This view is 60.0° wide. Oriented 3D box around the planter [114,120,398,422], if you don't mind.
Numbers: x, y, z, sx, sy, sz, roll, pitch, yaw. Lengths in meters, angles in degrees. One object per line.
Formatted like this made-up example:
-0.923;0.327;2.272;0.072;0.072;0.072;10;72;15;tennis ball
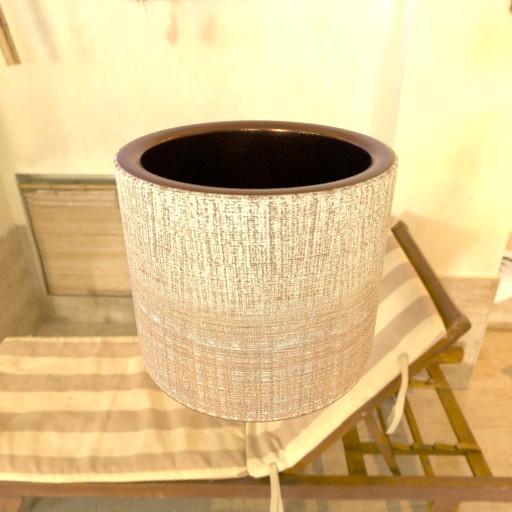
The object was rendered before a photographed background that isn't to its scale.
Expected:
0.000;0.000;0.194;0.109;0.096;0.109;0;28;0;planter
